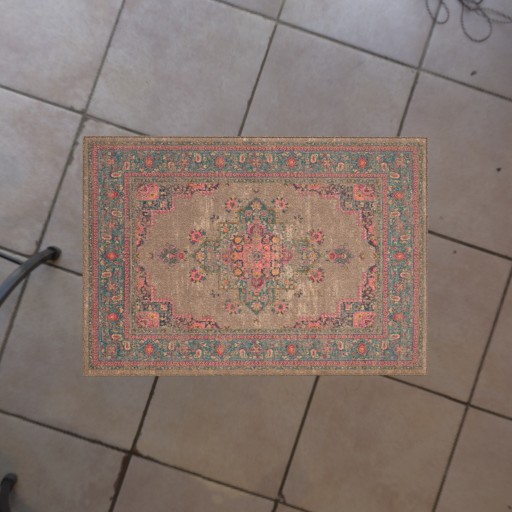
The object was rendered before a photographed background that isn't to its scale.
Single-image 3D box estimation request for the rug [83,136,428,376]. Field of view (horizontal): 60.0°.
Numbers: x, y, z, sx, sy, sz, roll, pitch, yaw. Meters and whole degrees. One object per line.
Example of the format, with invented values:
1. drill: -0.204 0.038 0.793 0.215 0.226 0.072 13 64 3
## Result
1. rug: 0.000 0.000 3.712 2.890 0.013 2.005 0 90 -1
